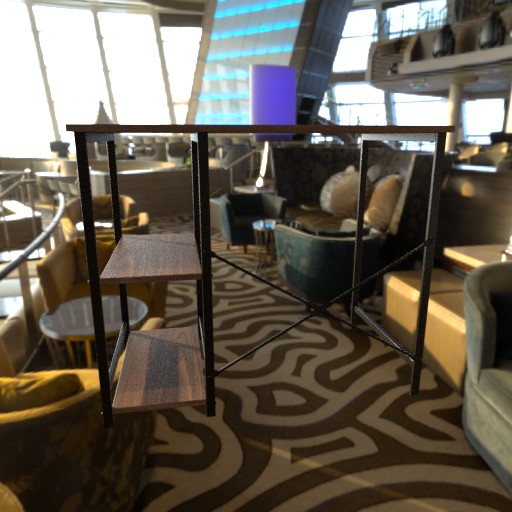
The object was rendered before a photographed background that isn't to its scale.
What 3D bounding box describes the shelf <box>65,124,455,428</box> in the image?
[{"bbox_3d":[0.000,0.000,1.340,0.902,0.750,0.498,-3,15,-10],"label":"shelf"}]
